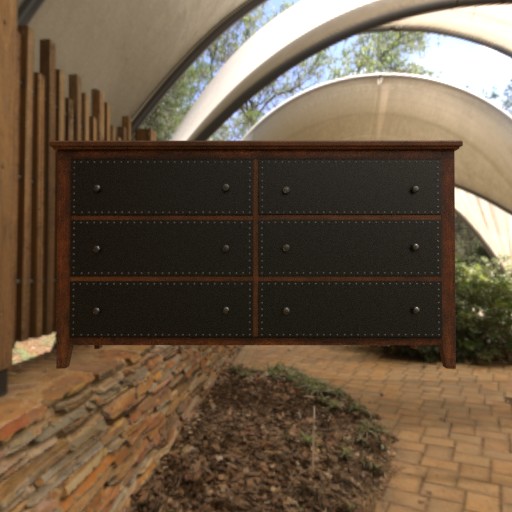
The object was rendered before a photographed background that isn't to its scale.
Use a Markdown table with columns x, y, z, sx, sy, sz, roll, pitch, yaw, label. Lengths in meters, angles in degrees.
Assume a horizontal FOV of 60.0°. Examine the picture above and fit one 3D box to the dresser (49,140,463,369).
| x | y | z | sx | sy | sz | roll | pitch | yaw | label |
| --- | --- | --- | --- | --- | --- | --- | --- | --- | --- |
| 0.000 | 0.000 | 1.879 | 1.551 | 0.856 | 0.463 | 0 | -1 | 0 | dresser |
